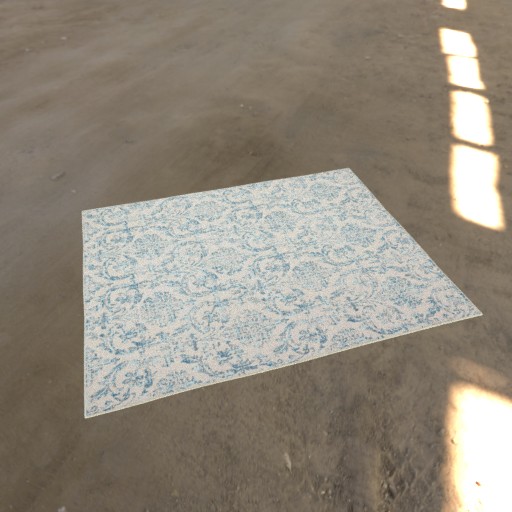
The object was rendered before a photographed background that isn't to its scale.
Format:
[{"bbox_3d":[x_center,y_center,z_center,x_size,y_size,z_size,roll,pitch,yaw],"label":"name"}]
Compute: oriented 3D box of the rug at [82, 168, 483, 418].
[{"bbox_3d":[0.000,0.000,3.979,2.980,0.012,2.363,-11,42,-13],"label":"rug"}]
